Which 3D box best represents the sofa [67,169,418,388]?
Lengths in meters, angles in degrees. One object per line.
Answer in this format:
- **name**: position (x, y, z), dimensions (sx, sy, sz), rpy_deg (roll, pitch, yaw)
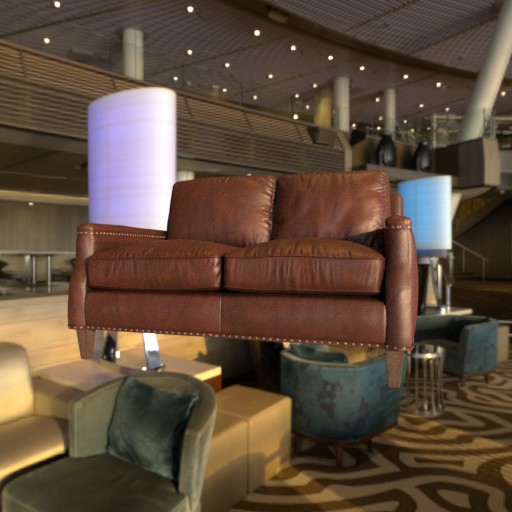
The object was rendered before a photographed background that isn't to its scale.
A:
- **sofa**: position (0.000, 0.000, 2.392), dimensions (1.628, 1.003, 1.083), rpy_deg (0, 0, 18)
